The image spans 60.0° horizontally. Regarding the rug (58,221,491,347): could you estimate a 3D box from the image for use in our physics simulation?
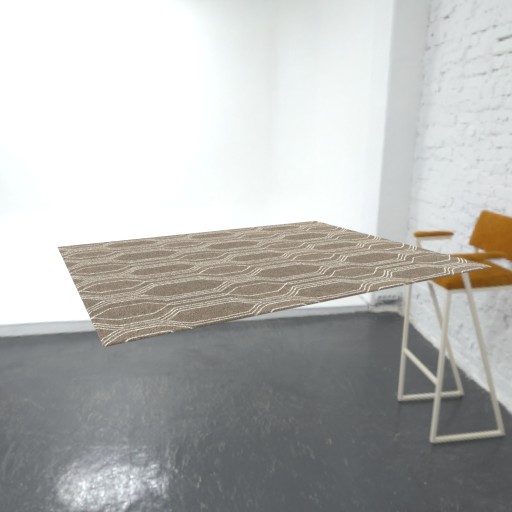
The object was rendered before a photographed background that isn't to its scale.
[{"bbox_3d":[0.000,0.000,3.969,3.062,0.012,2.457,-8,16,-27],"label":"rug"}]
